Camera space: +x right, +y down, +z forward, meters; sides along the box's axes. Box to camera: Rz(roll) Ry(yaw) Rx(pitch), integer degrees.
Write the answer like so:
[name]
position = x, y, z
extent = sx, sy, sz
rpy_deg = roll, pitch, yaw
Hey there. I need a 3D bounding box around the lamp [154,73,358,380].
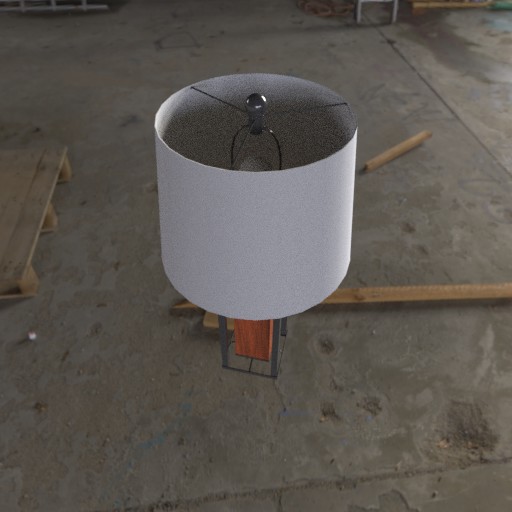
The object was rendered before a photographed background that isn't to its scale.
[lamp]
position = 0.000, 0.000, 0.779
extent = 0.320, 0.591, 0.320
rpy_deg = 0, 45, 0
